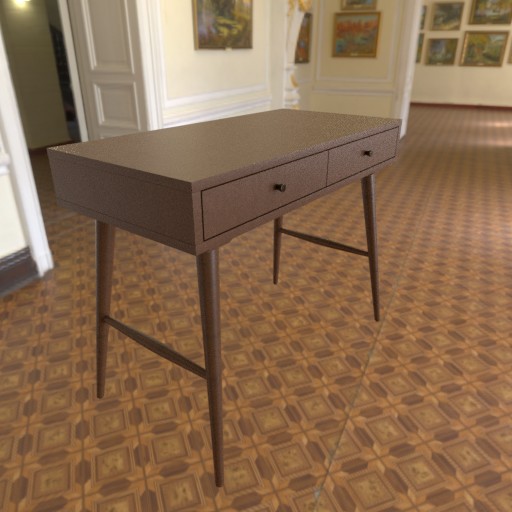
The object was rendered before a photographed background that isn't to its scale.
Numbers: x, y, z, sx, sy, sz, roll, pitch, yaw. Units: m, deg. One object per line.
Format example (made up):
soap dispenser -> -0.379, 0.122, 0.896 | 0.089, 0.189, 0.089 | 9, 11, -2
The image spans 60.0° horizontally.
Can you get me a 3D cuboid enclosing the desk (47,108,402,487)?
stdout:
desk -> 0.000, 0.000, 1.382 | 0.510, 0.758, 0.949 | 18, 31, 34
